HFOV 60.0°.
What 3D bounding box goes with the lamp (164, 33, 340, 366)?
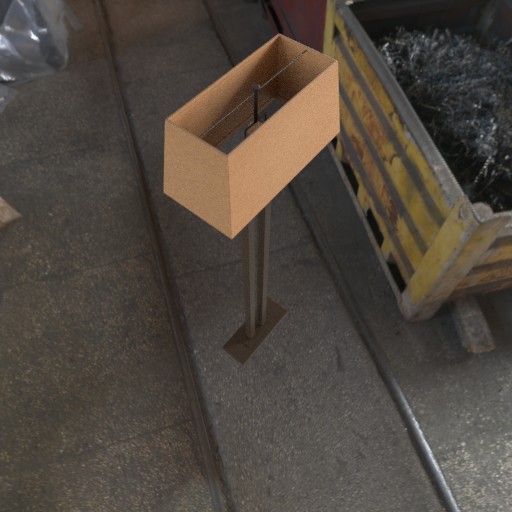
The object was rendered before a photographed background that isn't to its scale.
[{"bbox_3d":[0.000,0.000,1.630,0.233,1.469,0.475,35,65,19],"label":"lamp"}]
